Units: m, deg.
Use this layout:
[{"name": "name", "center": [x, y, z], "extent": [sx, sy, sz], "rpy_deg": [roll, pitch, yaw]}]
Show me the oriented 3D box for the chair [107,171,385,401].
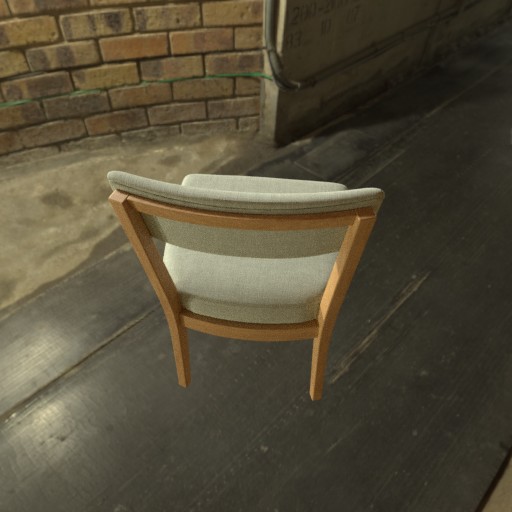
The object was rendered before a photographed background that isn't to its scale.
[{"name": "chair", "center": [0.000, 0.000, 1.205], "extent": [0.508, 0.832, 0.572], "rpy_deg": [4, 47, 4]}]
